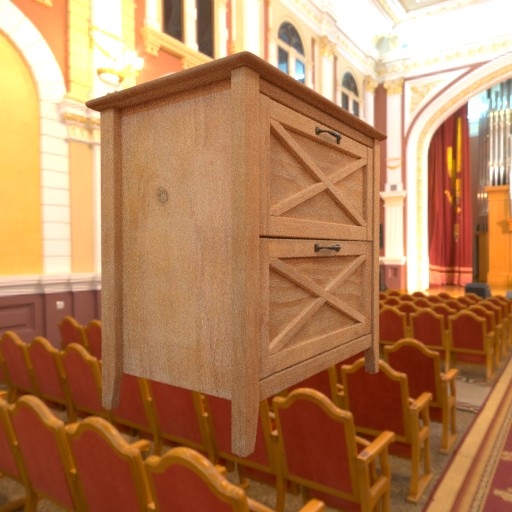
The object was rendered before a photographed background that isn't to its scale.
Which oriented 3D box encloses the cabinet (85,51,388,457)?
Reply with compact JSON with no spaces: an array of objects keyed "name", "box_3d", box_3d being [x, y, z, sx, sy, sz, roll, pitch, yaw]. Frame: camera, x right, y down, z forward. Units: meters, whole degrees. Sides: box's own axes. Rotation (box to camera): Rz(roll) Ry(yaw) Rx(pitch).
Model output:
[{"name":"cabinet","box_3d":[0.000,0.000,1.261,0.503,0.762,0.763,1,1,35]}]
